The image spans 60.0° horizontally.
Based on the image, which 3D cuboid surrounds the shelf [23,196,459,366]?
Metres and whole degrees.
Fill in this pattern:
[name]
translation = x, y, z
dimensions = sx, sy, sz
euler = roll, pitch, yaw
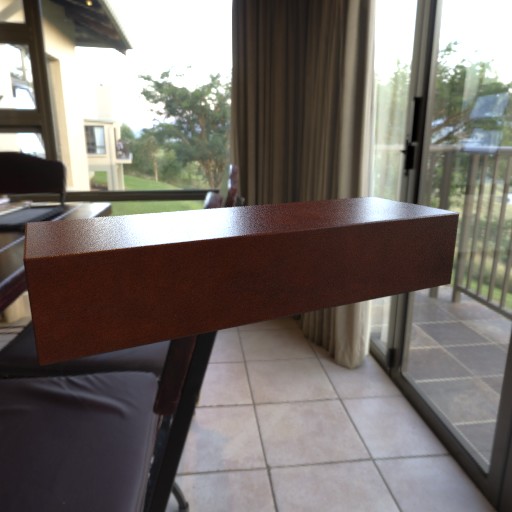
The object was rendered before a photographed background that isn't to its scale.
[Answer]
[shelf]
translation = 0.000, 0.000, 0.502
dimensions = 0.457, 0.088, 0.152
euler = -7, 17, -25
